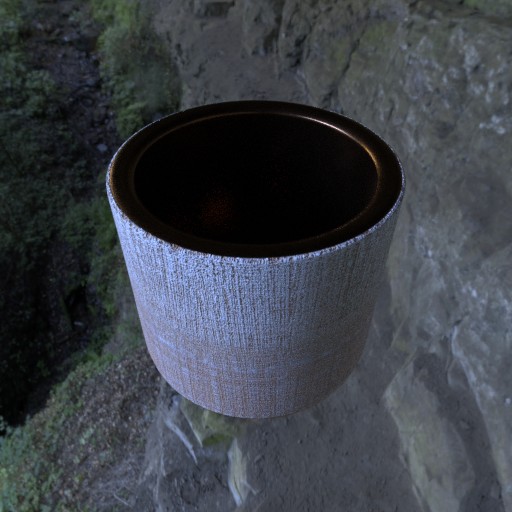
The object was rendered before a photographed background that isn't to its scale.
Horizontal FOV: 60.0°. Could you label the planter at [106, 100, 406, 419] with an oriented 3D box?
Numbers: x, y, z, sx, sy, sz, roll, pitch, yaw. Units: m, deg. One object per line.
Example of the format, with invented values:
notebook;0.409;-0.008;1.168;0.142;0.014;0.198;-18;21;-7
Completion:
planter;0.000;0.000;0.194;0.109;0.096;0.109;0;43;0
